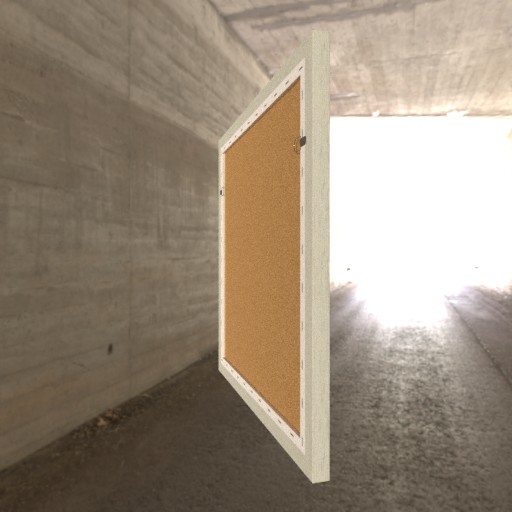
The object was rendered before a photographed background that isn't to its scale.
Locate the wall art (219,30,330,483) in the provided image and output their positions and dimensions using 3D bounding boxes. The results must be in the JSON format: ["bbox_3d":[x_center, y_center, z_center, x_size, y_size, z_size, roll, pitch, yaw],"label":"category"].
[{"bbox_3d":[0.000,0.000,1.484,0.045,1.016,1.016,0,0,-17],"label":"wall art"}]
